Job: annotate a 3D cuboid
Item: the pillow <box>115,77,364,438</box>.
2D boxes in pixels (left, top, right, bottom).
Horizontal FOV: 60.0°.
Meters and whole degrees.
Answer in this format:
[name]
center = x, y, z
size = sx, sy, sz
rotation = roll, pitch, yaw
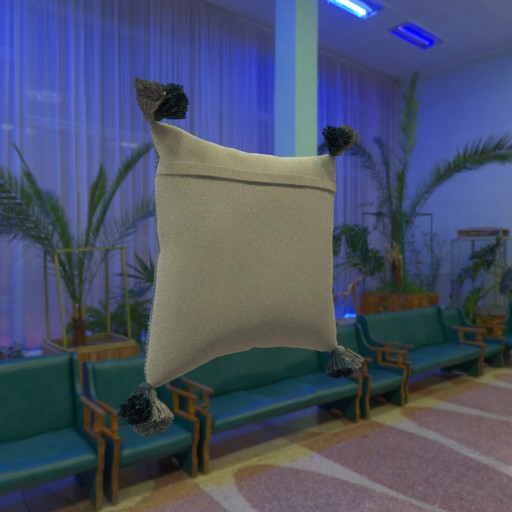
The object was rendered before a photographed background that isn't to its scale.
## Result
[pillow]
center = 0.000, 0.000, 0.935
size = 0.614, 0.634, 0.138
rotation = 0, 0, -35
